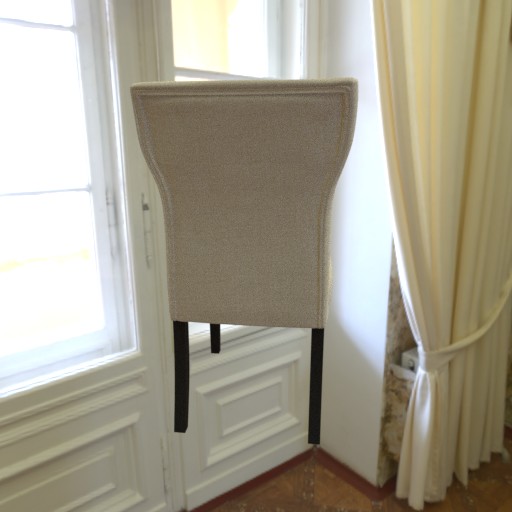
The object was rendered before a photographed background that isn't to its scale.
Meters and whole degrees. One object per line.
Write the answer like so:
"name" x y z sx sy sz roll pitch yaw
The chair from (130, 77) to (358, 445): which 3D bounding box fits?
"chair" 0.000 0.000 1.320 0.509 0.921 0.597 2 15 7
